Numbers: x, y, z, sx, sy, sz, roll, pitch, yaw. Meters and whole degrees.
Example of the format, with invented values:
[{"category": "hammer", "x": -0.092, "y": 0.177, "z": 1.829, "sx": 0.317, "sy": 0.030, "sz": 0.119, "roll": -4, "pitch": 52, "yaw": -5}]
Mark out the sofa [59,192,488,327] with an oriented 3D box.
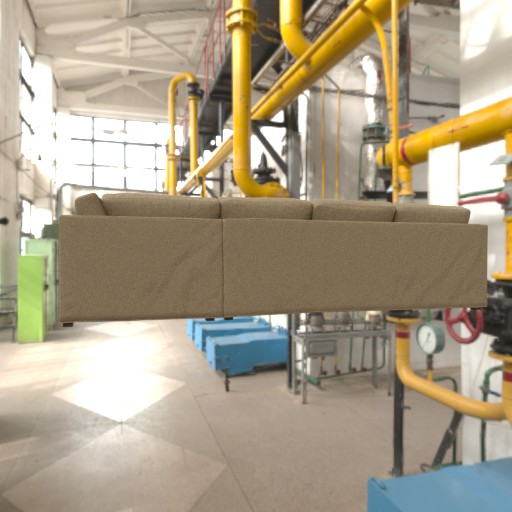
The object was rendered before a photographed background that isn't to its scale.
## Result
[{"category": "sofa", "x": 0.000, "y": 0.000, "z": 4.261, "sx": 3.182, "sy": 0.871, "sz": 2.432, "roll": 0, "pitch": 0, "yaw": -16}]
